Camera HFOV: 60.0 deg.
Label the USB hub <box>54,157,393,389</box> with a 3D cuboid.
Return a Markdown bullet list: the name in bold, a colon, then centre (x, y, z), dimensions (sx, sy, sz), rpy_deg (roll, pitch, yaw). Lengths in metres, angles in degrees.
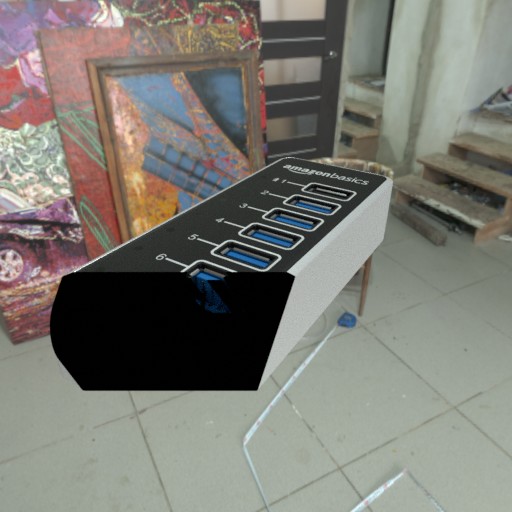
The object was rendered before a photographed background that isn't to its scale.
- **USB hub**: centre (0.000, 0.000, 0.128), dimensions (0.044, 0.023, 0.110), rpy_deg (18, 35, 28)
